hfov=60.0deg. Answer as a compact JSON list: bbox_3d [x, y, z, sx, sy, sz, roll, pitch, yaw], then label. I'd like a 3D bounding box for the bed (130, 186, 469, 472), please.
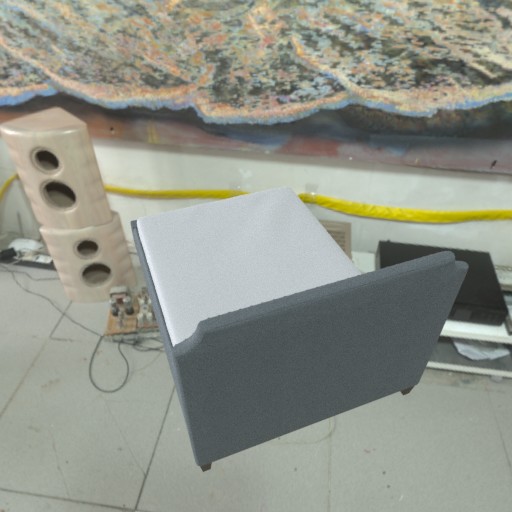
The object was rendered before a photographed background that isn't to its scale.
[{"bbox_3d":[0.000,0.000,3.470,1.712,1.443,2.372,-14,43,-16],"label":"bed"}]
